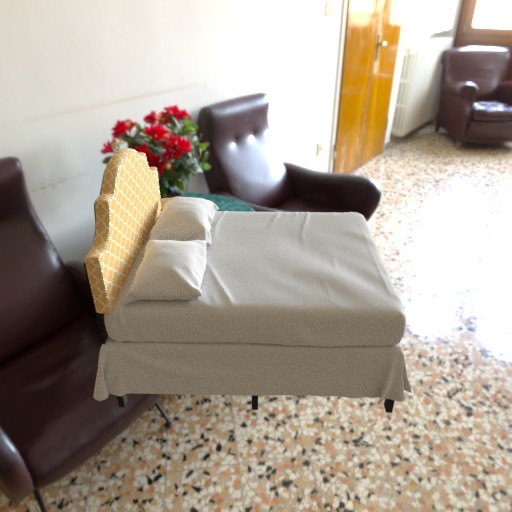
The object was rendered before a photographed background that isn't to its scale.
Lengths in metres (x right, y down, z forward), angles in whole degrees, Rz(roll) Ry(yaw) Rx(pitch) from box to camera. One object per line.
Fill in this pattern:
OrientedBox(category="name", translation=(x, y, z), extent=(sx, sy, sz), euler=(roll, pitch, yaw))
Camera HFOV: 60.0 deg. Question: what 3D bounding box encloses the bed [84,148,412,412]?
OrientedBox(category="bed", translation=(0.000, 0.000, 3.461), extent=(2.222, 1.633, 1.780), euler=(1, 31, 1))
